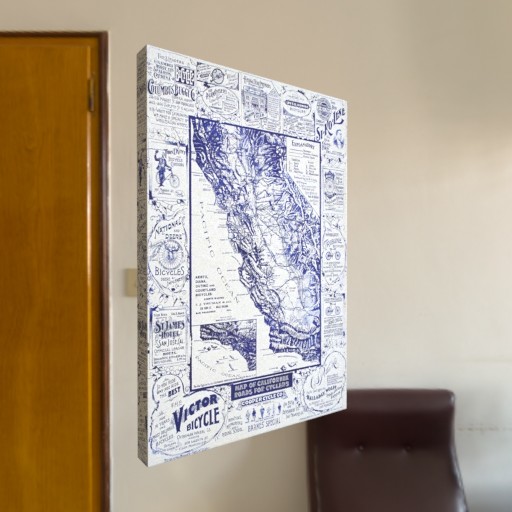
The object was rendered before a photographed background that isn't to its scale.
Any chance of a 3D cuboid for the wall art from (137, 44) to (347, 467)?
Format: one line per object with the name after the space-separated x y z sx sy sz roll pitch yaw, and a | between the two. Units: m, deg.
0.000 0.000 0.763 0.408 0.601 0.040 0 1 -36 | wall art
